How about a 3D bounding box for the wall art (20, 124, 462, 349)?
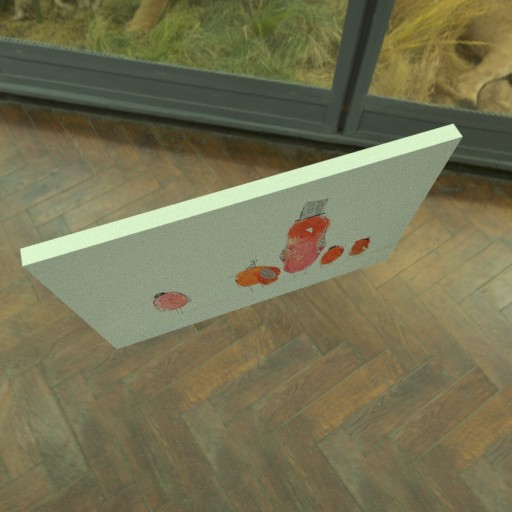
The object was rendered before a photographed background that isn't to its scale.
[{"bbox_3d":[0.000,0.000,1.155,0.914,0.609,0.038,-17,65,-8],"label":"wall art"}]
